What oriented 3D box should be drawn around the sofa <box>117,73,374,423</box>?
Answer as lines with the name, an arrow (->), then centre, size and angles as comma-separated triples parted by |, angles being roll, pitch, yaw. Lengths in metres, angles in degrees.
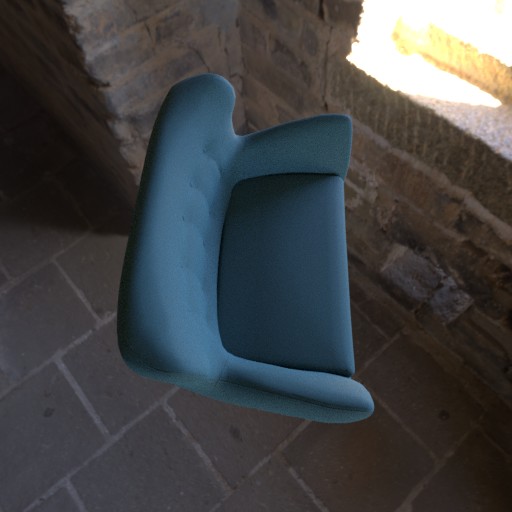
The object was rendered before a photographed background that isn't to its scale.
sofa -> 0.000, 0.000, 1.960 | 0.889, 0.889, 1.397 | 2, 62, 1
